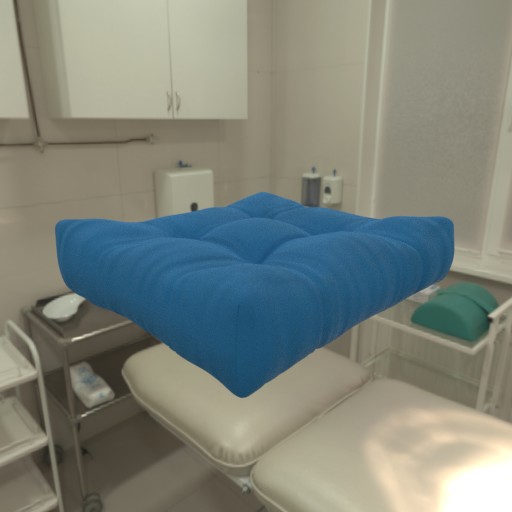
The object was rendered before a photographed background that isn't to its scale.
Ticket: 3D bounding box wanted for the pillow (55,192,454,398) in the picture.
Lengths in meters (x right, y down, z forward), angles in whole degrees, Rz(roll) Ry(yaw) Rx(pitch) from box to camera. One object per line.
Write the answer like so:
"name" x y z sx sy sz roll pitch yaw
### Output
"pillow" 0.000 0.000 0.724 0.490 0.128 0.468 -16 23 -42
